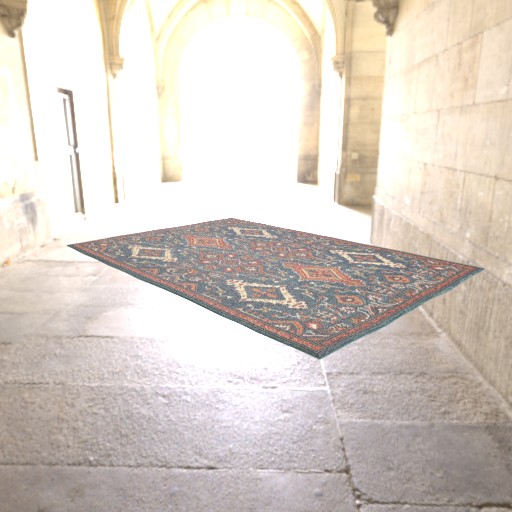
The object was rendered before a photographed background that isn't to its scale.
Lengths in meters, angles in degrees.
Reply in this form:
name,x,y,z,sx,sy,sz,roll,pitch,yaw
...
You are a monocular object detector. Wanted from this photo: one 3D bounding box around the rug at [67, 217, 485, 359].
name,x,y,z,sx,sy,sz,roll,pitch,yaw
rug,0.000,0.000,2.971,1.622,0.009,2.373,-14,21,-42
